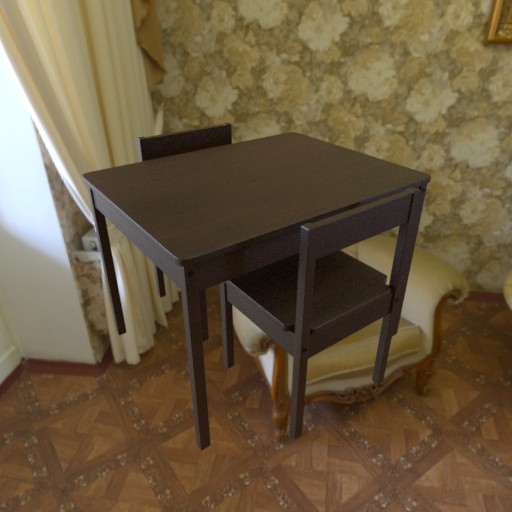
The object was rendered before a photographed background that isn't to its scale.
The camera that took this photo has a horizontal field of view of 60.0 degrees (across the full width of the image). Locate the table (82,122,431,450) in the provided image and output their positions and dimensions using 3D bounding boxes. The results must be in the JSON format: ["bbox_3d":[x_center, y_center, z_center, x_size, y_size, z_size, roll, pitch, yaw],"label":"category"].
[{"bbox_3d":[0.000,0.000,1.126,0.650,0.503,0.672,-20,36,-31],"label":"table"}]
